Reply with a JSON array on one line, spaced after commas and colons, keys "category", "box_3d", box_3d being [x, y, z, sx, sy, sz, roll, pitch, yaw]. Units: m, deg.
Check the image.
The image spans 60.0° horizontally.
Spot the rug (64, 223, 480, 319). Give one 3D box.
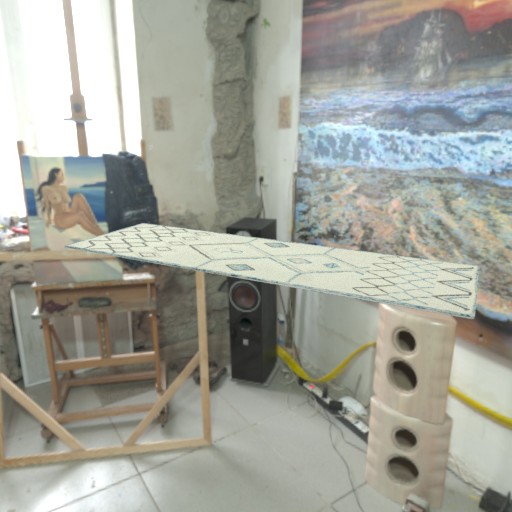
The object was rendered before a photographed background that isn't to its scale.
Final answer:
[{"category": "rug", "box_3d": [0.000, 0.000, 2.699, 2.434, 0.013, 0.770, 8, 19, 26]}]
